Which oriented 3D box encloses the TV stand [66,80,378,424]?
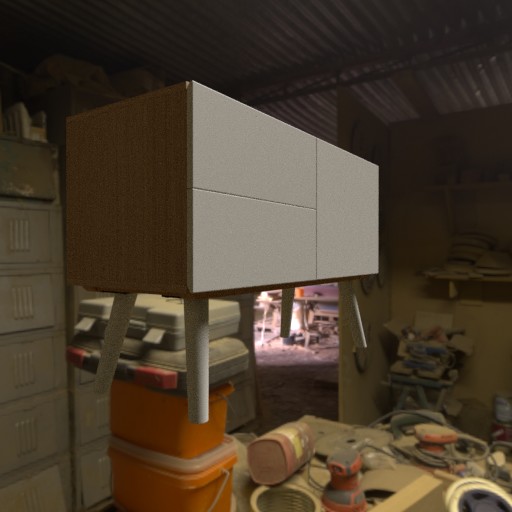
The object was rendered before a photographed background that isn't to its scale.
[{"bbox_3d":[0.000,0.000,1.343,0.407,0.660,0.991,0,0,35],"label":"TV stand"}]
